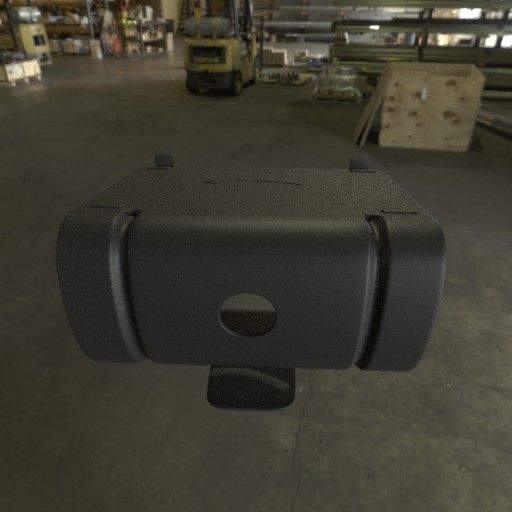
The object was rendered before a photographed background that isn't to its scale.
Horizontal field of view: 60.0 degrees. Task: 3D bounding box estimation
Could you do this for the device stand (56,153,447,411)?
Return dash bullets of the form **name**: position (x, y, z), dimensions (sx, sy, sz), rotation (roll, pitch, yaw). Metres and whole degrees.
- **device stand**: position (0.000, 0.000, 0.395), dimensions (0.256, 0.155, 0.236), rotation (1, 30, 2)
